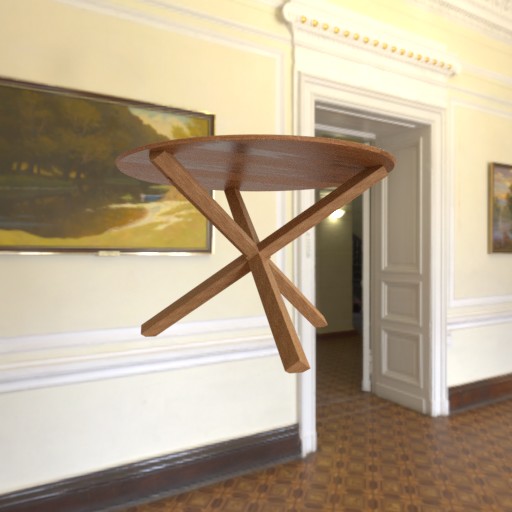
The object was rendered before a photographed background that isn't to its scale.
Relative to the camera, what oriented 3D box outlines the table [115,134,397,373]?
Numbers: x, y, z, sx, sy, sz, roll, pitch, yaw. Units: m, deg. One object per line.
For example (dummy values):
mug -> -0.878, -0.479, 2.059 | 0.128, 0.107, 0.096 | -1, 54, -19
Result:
table -> 0.000, 0.000, 1.718 | 1.038, 0.666, 1.038 | 0, 0, 0
